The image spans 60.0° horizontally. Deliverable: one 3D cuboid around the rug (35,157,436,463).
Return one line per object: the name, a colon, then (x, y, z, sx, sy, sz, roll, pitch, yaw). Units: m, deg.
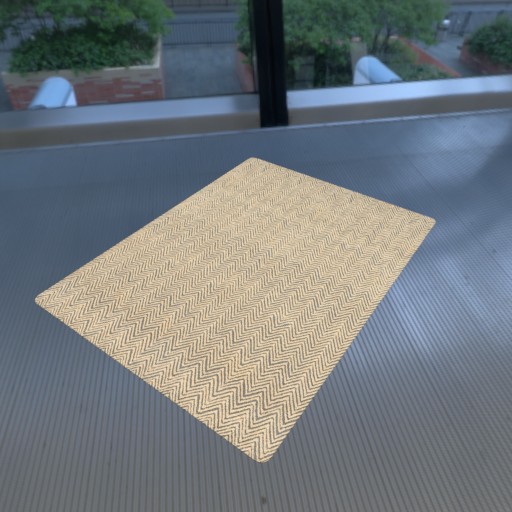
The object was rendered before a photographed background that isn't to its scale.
rug: (0.000, 0.000, 4.256, 2.439, 0.014, 3.207, 25, 46, 27)
